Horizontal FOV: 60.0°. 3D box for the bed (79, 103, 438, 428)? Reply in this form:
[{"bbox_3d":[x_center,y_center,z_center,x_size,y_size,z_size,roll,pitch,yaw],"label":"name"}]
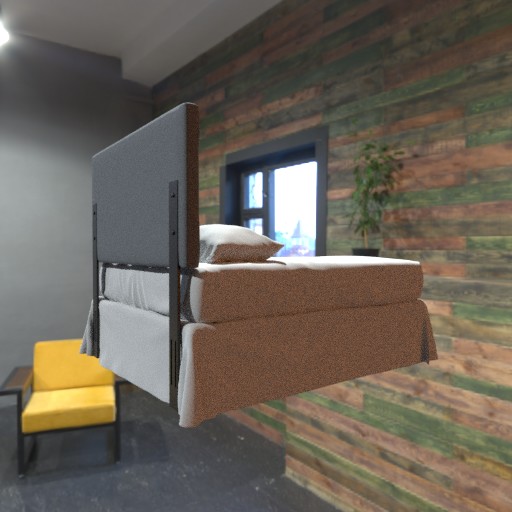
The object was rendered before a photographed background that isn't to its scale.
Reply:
[{"bbox_3d":[0.000,0.000,3.463,2.222,1.577,1.936,-1,1,-36],"label":"bed"}]
